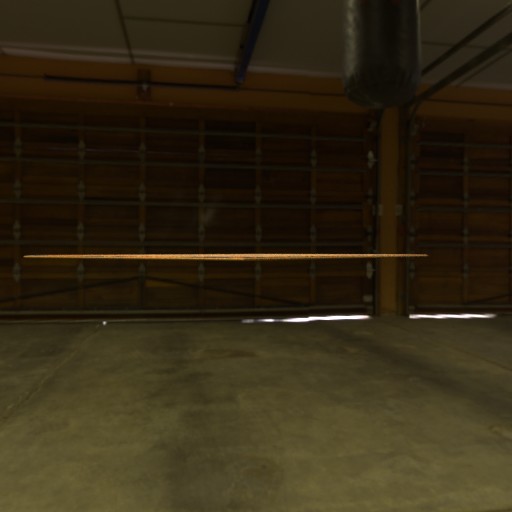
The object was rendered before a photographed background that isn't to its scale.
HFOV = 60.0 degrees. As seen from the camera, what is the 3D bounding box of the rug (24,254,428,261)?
[{"bbox_3d":[0.000,0.000,3.776,2.043,0.019,2.916,0,1,37],"label":"rug"}]
